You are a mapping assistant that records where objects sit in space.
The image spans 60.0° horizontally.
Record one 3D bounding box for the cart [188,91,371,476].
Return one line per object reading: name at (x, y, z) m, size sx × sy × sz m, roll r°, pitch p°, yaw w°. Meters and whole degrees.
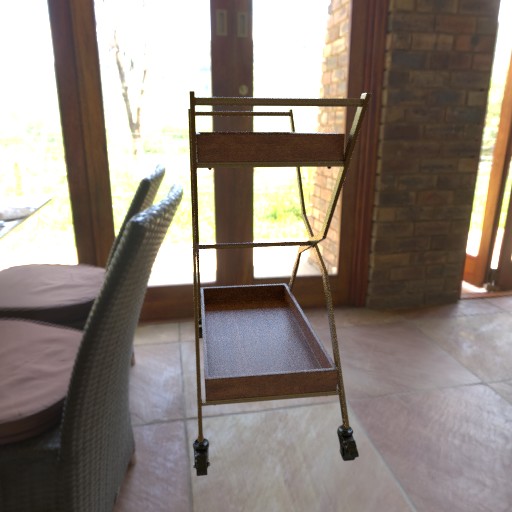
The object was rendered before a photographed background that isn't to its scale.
cart at (0.000, 0.000, 1.329) m, size 0.405 × 0.869 × 0.836 m, roll -2°, pitch 16°, yaw -8°
